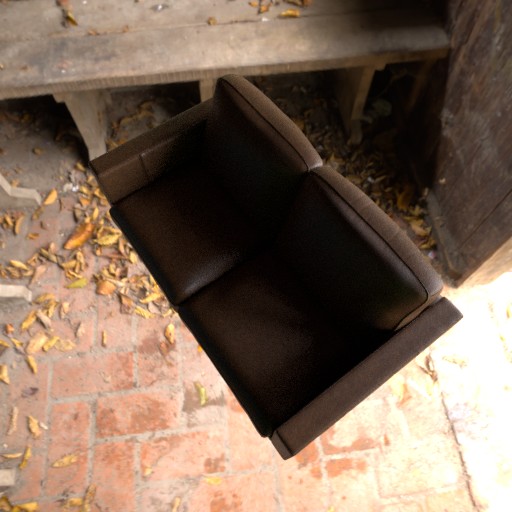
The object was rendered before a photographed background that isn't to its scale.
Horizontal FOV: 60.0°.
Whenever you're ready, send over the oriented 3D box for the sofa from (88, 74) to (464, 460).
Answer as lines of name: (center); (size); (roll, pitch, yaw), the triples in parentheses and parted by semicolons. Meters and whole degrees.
sofa: (0.000, 0.000, 2.110); (0.909, 0.951, 1.578); (-33, 68, -15)
